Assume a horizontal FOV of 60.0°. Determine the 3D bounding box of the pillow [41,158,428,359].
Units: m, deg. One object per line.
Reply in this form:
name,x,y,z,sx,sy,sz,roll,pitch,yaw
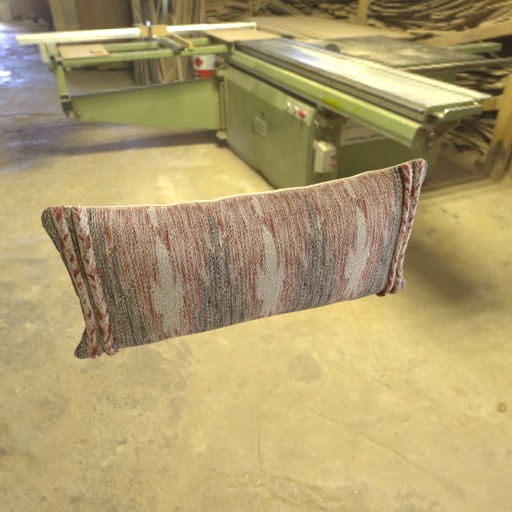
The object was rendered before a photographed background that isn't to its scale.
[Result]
pillow,0.000,0.000,0.749,0.635,0.282,0.139,-10,34,-15
